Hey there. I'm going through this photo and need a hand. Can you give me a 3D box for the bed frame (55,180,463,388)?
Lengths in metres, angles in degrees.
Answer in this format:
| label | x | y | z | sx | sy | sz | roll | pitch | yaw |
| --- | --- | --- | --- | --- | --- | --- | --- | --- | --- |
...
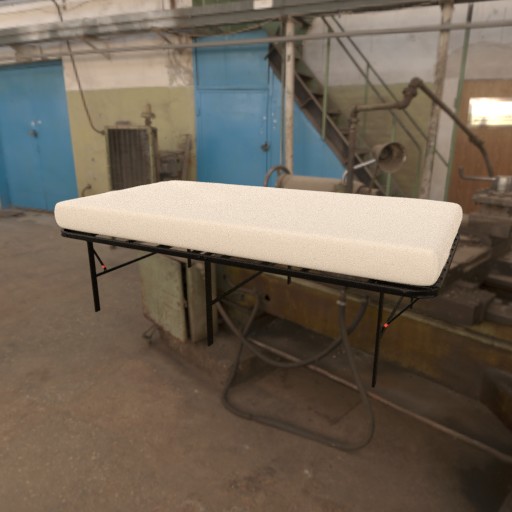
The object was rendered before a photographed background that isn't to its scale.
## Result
| label | x | y | z | sx | sy | sz | roll | pitch | yaw |
| --- | --- | --- | --- | --- | --- | --- | --- | --- | --- |
| bed frame | 0.000 | 0.000 | 2.359 | 1.903 | 0.619 | 0.989 | 9 | 19 | 27 |
